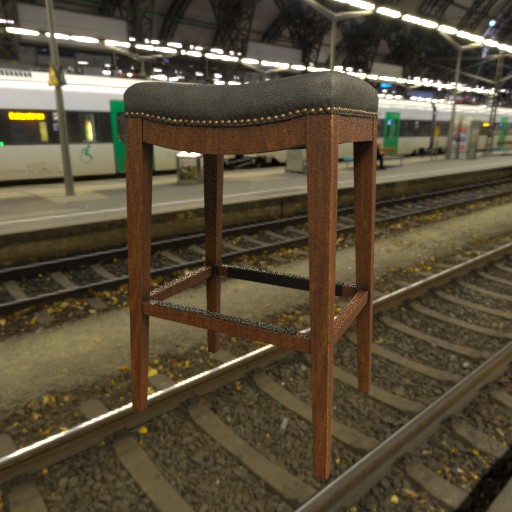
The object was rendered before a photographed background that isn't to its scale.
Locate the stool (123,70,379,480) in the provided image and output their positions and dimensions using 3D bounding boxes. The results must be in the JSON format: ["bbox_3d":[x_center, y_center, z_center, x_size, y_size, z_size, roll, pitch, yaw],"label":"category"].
[{"bbox_3d":[0.000,0.000,1.032,0.500,0.765,0.361,8,18,26],"label":"stool"}]
